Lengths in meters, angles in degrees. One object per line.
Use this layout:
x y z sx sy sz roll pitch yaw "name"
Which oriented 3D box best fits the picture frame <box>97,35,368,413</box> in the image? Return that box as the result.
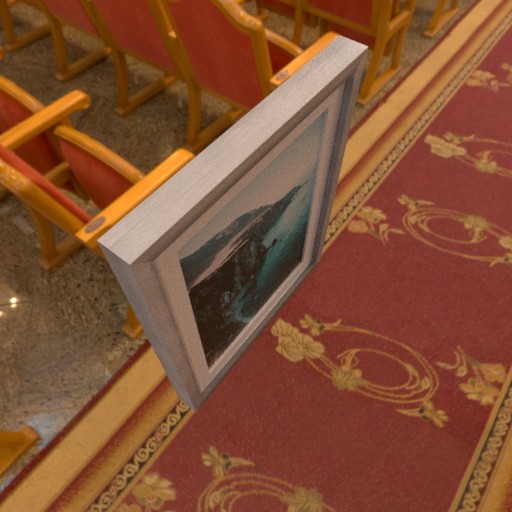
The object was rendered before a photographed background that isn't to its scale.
0.000 0.000 0.754 0.046 0.555 0.449 33 63 20 "picture frame"
